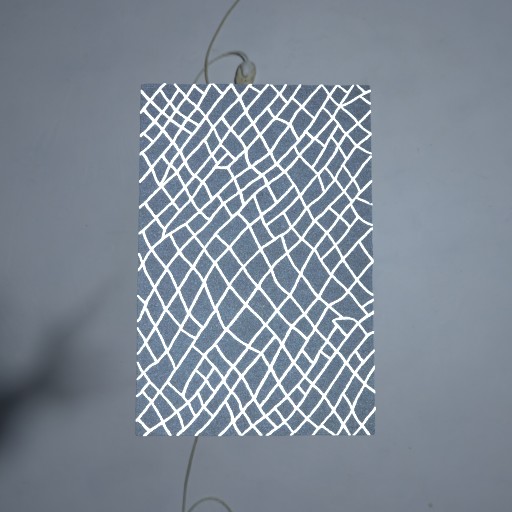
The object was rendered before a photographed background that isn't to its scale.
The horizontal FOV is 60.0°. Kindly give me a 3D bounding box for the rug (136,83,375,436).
[{"bbox_3d":[0.000,0.000,2.304,1.223,0.013,1.830,0,87,-1],"label":"rug"}]
